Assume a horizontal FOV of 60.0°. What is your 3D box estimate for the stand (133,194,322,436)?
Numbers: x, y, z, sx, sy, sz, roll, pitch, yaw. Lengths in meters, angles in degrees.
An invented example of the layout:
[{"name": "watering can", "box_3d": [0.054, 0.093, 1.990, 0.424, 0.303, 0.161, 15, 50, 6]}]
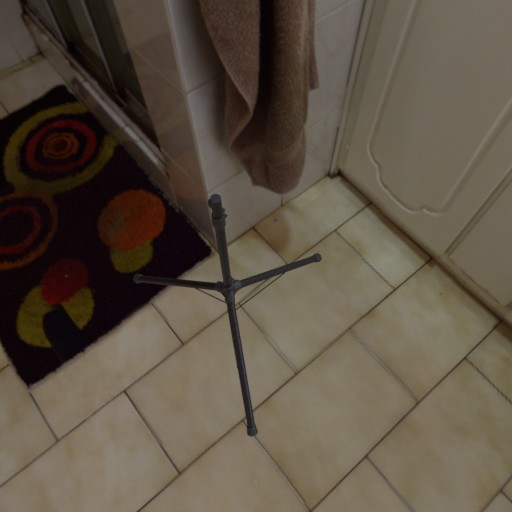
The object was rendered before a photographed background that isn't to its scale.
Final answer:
[{"name": "stand", "box_3d": [0.000, 0.000, 1.868, 0.907, 1.136, 1.045, -34, 68, -16]}]
